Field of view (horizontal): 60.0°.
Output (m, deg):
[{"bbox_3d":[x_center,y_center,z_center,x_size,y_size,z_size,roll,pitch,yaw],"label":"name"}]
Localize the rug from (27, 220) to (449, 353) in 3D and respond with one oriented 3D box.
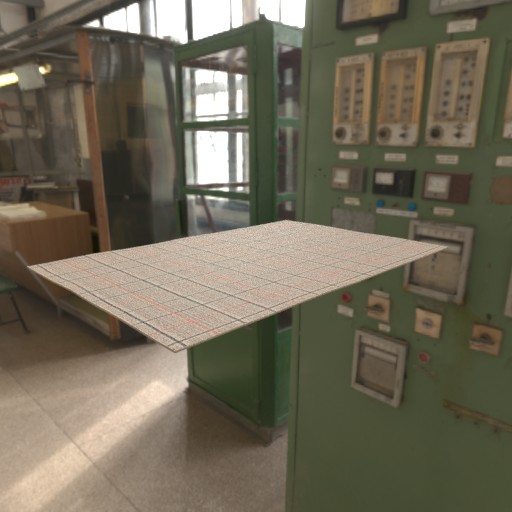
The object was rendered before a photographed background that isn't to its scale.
[{"bbox_3d":[0.000,0.000,2.286,1.829,0.013,1.220,-14,20,-43],"label":"rug"}]
